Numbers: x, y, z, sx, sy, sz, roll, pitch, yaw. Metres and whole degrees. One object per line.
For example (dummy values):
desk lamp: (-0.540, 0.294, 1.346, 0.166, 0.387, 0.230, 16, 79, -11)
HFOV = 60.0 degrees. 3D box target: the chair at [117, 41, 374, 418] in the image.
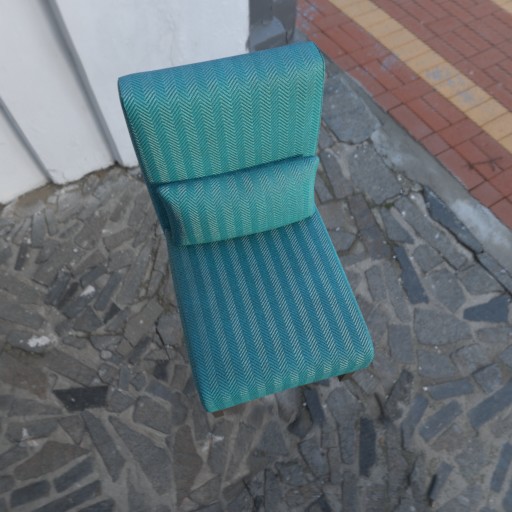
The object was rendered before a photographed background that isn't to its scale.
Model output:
chair: (0.000, 0.000, 1.437, 0.579, 0.927, 0.808, -14, 63, -7)
